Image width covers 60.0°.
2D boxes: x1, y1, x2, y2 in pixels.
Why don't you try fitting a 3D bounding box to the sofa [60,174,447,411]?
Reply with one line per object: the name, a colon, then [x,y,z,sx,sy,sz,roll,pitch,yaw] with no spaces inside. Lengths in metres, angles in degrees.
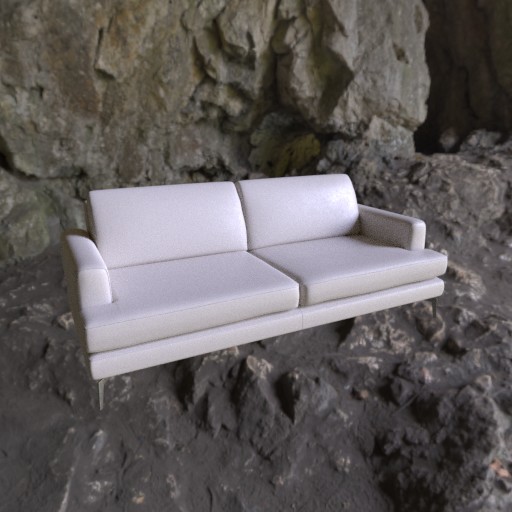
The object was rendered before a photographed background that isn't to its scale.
sofa: [0.000,0.000,2.452,1.940,0.765,0.974,-9,19,-26]
